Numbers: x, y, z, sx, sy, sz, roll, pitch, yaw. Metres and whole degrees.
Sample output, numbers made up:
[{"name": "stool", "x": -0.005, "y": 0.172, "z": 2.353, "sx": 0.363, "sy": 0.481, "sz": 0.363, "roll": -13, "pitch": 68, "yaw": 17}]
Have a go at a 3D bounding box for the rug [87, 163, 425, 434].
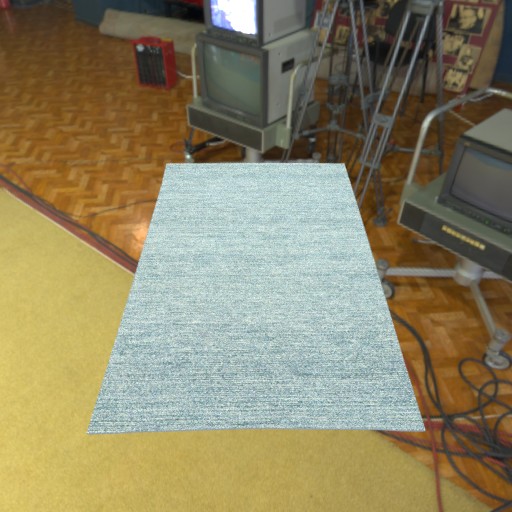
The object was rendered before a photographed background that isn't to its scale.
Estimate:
[{"name": "rug", "x": 0.000, "y": 0.000, "z": 2.221, "sx": 1.174, "sy": 0.022, "sz": 1.853, "roll": 0, "pitch": 41, "yaw": 0}]
